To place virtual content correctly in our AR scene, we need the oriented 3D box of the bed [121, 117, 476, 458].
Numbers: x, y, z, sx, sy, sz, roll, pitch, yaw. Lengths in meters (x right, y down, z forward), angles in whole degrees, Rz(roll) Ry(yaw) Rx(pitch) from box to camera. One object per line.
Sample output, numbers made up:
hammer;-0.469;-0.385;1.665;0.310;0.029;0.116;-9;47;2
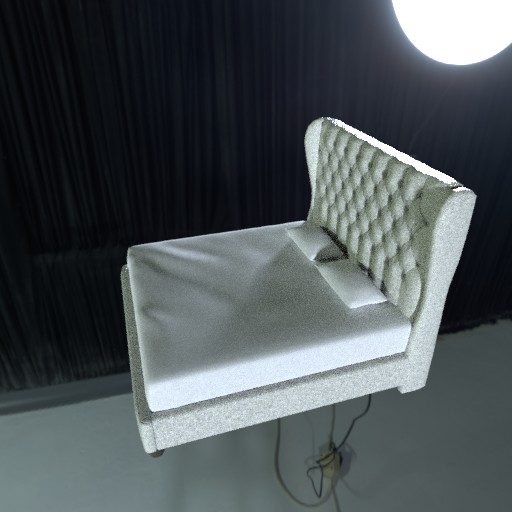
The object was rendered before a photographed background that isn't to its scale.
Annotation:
bed;0.000;0.000;3.870;2.347;1.771;2.219;-9;32;-15
